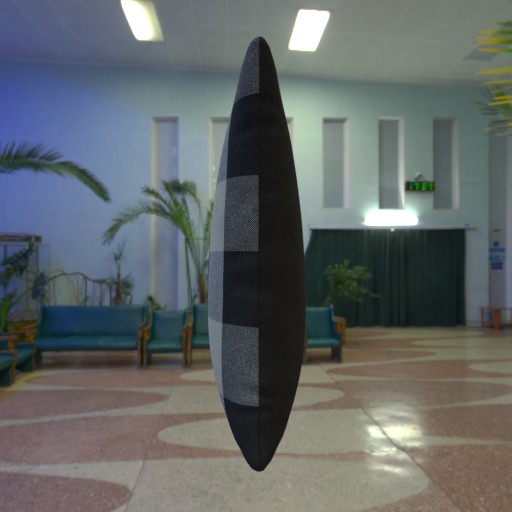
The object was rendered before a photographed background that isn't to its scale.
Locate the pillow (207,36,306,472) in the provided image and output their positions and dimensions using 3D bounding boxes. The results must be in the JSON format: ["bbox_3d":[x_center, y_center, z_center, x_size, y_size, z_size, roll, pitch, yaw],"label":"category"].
[{"bbox_3d":[0.000,0.000,0.766,0.161,0.509,0.511,0,-1,-1],"label":"pillow"}]
